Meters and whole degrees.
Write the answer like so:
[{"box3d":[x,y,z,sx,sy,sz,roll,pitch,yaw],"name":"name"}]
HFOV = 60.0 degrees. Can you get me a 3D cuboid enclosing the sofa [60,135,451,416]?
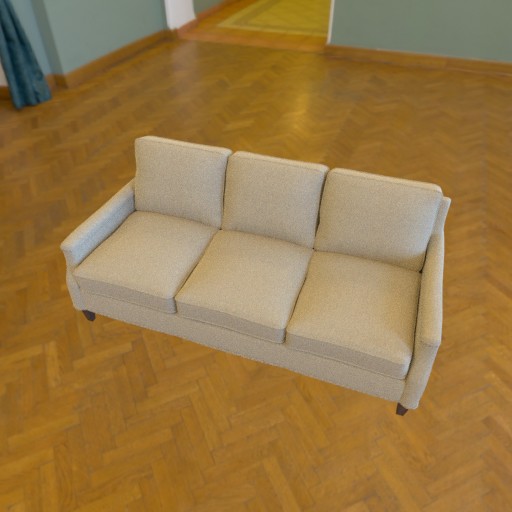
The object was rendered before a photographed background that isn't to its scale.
[{"box3d":[0.000,0.000,2.840,2.246,1.003,1.084,13,42,15],"name":"sofa"}]
